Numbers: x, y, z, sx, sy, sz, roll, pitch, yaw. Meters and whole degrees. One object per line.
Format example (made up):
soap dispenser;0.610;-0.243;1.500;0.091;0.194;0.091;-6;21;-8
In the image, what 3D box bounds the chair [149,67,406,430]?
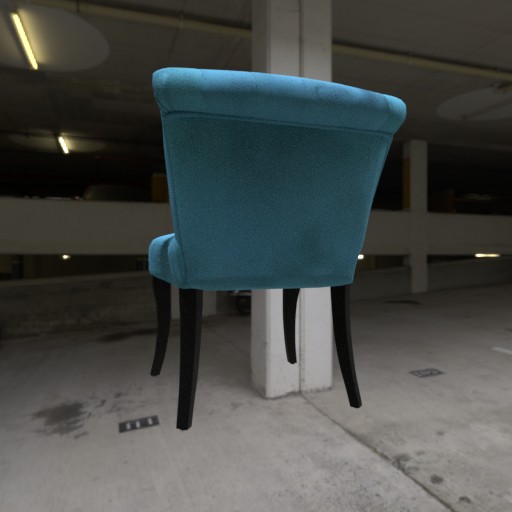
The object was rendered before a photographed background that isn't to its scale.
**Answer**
chair;0.000;0.000;1.175;0.582;0.750;0.605;0;1;-19
